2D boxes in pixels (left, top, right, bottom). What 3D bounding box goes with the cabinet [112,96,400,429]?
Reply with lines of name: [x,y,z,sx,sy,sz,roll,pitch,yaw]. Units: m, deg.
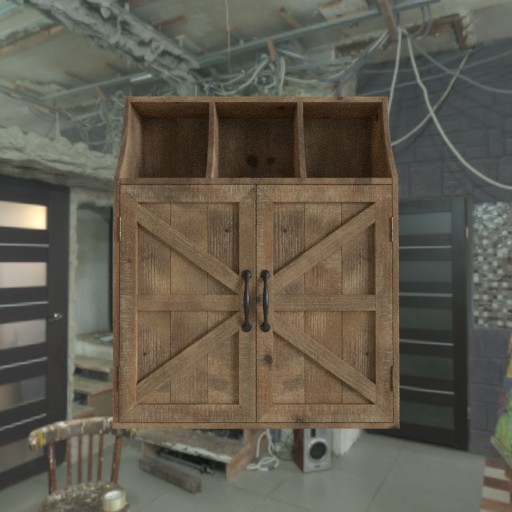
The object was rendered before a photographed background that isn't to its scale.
cabinet: [0.000,0.000,0.829,0.489,0.590,0.184,0,-1,0]
